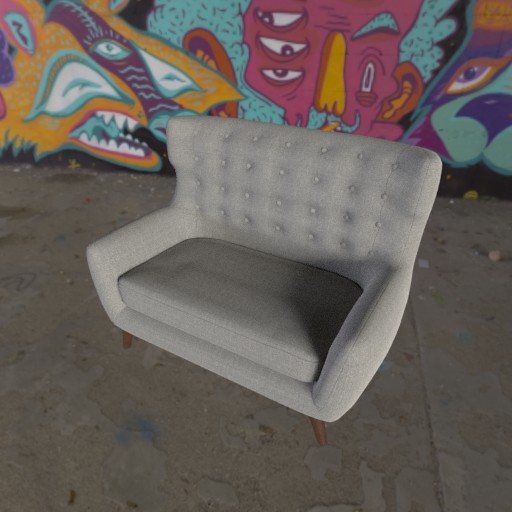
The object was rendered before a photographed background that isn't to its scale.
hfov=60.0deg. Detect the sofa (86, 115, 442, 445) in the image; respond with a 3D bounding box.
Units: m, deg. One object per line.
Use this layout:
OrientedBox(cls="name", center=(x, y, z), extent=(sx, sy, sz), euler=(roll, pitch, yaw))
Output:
OrientedBox(cls="sofa", center=(0.000, 0.000, 2.046), extent=(1.386, 1.028, 0.884), euler=(17, 34, 27))
